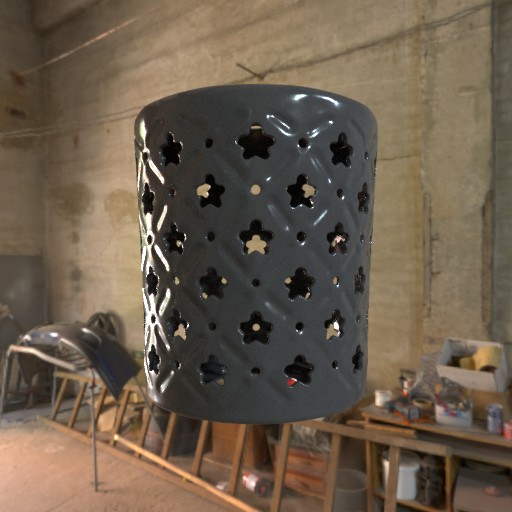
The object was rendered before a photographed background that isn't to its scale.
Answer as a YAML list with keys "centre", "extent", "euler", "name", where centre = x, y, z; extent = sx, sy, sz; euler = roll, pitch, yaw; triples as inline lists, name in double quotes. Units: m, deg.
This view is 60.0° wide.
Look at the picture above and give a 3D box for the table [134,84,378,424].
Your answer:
- centre: [0.000, 0.000, 0.658]
  extent: [0.352, 0.387, 0.352]
  euler: [0, 0, 0]
  name: "table"
